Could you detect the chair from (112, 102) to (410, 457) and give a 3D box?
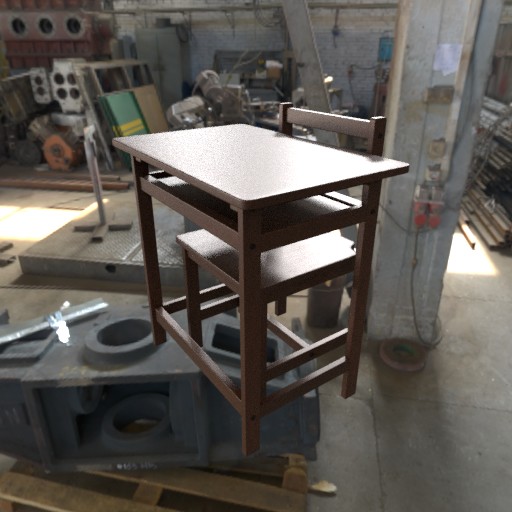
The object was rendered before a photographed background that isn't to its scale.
[{"bbox_3d":[0.000,0.000,1.113,0.463,0.673,0.599,-17,30,-31],"label":"chair"}]
